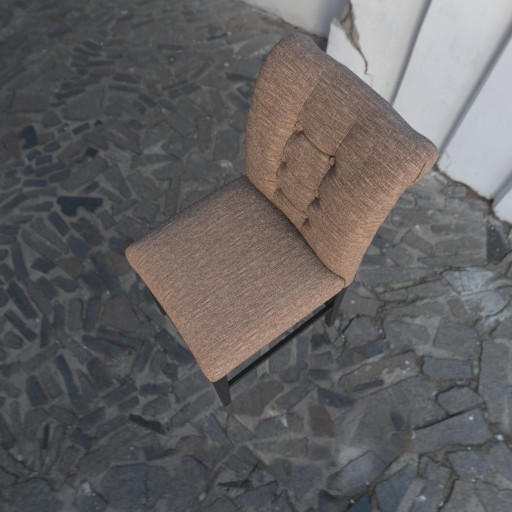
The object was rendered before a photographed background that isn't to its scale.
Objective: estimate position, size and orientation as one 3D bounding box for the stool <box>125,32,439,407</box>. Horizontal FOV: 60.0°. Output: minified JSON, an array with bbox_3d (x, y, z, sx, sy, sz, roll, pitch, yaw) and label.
[{"bbox_3d":[0.000,0.000,1.279,0.611,0.970,0.457,-33,68,-15],"label":"stool"}]
